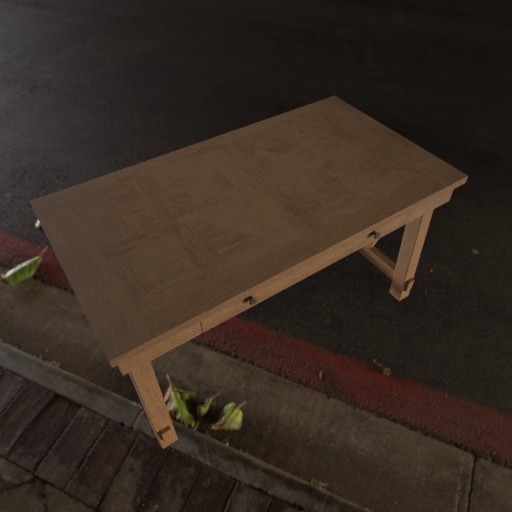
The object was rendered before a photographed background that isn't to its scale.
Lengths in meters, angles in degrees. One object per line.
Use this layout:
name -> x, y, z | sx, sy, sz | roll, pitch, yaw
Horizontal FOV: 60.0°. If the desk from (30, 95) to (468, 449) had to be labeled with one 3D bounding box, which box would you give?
desk -> 0.000, 0.000, 1.992 | 1.499, 0.762, 0.813 | -26, 52, -23
